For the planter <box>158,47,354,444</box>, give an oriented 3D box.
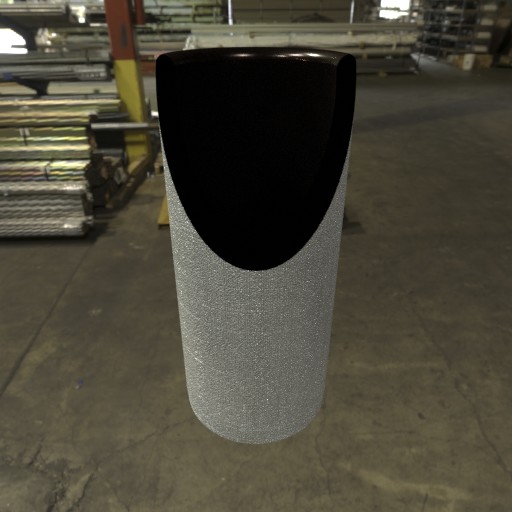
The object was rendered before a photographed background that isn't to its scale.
[{"bbox_3d":[0.000,0.000,0.124,0.045,0.103,0.045,-1,30,-2],"label":"planter"}]
